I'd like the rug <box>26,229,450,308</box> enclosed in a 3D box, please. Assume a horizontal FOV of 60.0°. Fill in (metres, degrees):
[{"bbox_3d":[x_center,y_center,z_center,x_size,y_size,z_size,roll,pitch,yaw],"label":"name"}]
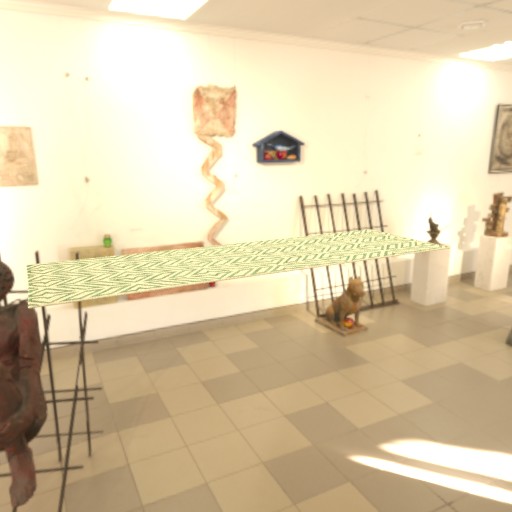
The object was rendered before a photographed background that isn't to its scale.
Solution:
[{"bbox_3d":[0.000,0.000,2.637,2.435,0.009,0.750,-7,15,-26],"label":"rug"}]
